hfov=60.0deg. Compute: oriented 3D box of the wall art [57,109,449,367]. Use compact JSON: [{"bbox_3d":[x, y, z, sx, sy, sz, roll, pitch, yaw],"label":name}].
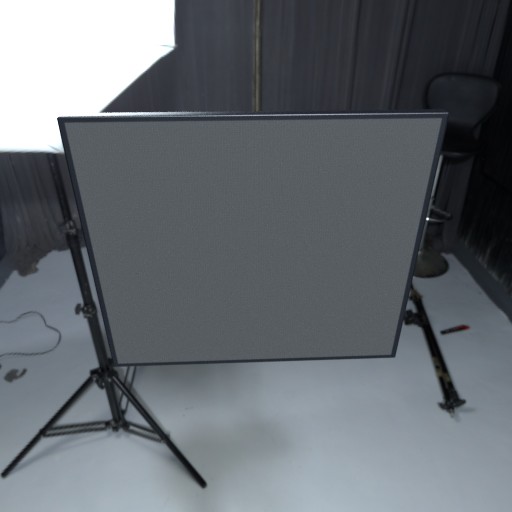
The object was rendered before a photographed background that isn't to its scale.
[{"bbox_3d":[0.000,0.000,0.712,0.521,0.450,0.018,-1,31,-2],"label":"wall art"}]
